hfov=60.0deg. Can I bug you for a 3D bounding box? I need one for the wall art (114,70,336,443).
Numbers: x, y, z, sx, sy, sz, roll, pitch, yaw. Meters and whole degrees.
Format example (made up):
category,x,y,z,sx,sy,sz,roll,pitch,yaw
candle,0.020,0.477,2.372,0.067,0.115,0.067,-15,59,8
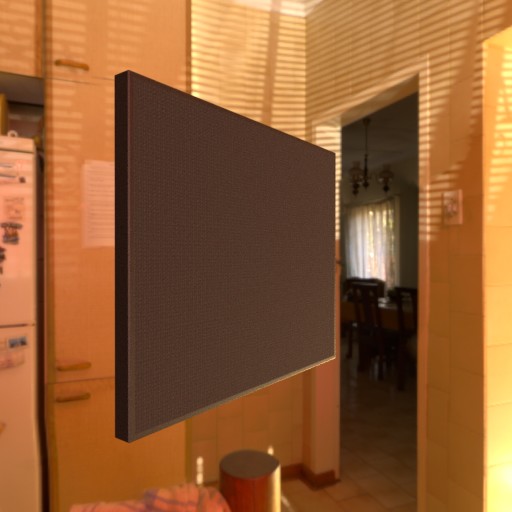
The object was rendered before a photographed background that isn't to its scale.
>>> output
category,x,y,z,sx,sy,sz,roll,pitch,yaw
wall art,0.000,0.000,0.774,0.029,0.458,0.559,0,0,37
